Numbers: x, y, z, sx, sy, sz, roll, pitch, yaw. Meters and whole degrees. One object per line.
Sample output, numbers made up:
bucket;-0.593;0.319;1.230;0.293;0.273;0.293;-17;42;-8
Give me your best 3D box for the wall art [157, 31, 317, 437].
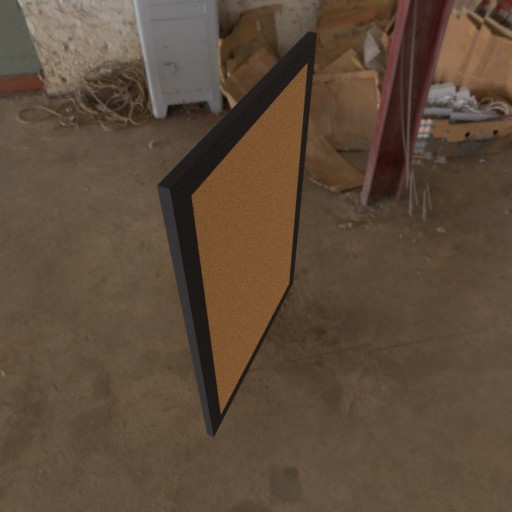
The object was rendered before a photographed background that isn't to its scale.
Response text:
wall art;0.000;0.000;0.686;0.013;0.534;0.380;18;49;16
